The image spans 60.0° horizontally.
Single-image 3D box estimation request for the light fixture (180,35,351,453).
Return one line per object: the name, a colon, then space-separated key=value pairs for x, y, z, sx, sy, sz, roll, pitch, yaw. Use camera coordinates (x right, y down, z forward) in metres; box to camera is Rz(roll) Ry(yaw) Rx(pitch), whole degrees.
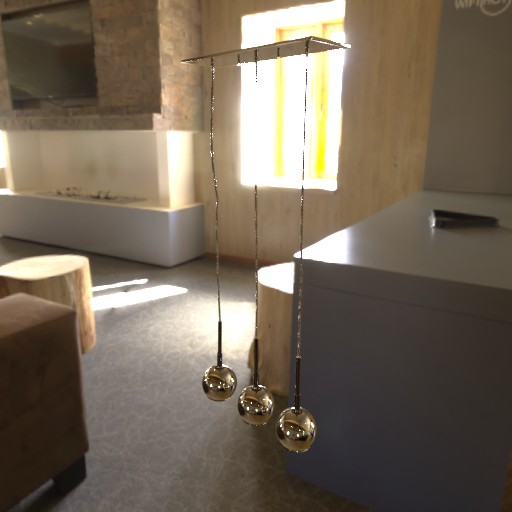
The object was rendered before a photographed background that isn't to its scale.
light fixture: x=0.000 y=0.000 z=1.674 sx=0.188 sy=1.408 sz=0.623 roll=-15 pitch=22 yaw=-43
